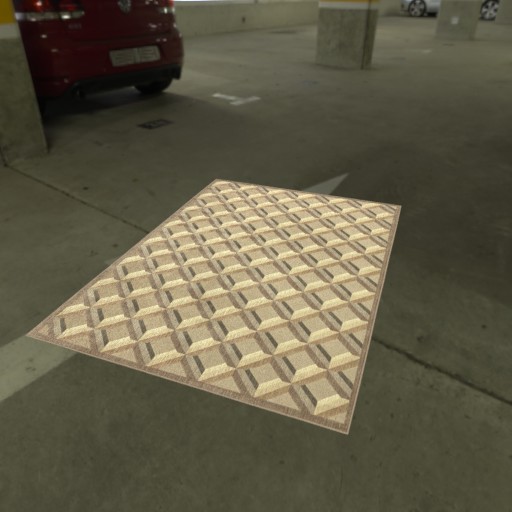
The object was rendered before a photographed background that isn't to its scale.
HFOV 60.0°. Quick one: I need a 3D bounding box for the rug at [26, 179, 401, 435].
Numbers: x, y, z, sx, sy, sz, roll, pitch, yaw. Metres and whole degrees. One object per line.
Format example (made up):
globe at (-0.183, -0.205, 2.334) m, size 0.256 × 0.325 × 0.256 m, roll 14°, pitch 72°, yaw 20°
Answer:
rug at (0.000, 0.000, 4.208) m, size 2.382 × 0.018 × 3.294 m, roll 11°, pitch 33°, yaw 18°
